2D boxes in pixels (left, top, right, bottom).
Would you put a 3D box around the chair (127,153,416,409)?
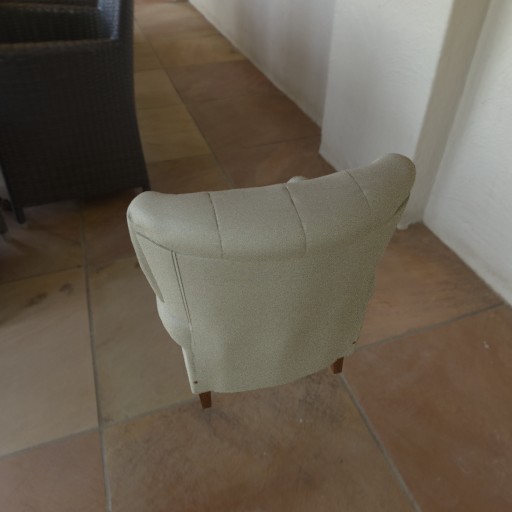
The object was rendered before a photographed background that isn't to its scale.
[{"bbox_3d":[0.000,0.000,1.903,0.943,1.158,1.059,-11,42,-12],"label":"chair"}]
